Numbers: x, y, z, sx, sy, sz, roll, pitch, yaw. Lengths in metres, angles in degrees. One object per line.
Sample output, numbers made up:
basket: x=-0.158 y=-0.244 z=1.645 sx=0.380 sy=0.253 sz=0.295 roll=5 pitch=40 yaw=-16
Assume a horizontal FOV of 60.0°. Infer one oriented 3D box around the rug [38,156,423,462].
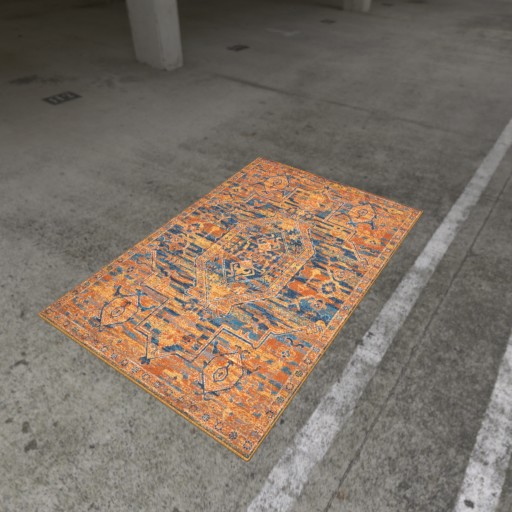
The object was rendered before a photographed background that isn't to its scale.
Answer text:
rug: x=0.000 y=0.000 z=2.267 sx=1.148 sy=0.013 sz=1.758 roll=24 pitch=46 yaw=25
